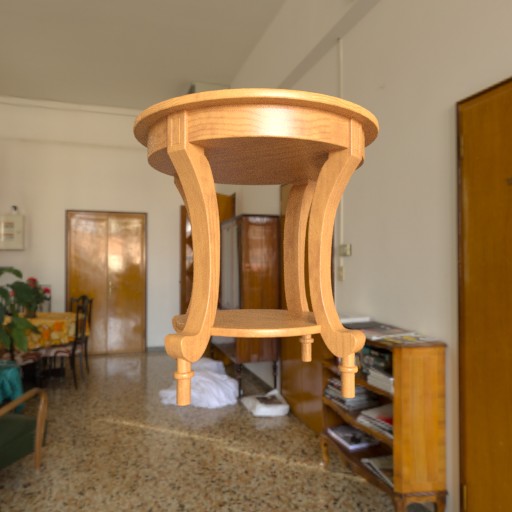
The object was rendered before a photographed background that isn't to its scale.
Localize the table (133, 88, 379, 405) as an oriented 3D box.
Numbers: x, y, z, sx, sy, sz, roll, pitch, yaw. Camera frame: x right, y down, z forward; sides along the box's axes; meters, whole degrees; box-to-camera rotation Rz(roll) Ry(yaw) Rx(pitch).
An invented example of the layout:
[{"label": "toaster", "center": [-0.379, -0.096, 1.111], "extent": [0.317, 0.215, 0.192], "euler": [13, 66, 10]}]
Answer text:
[{"label": "table", "center": [0.000, 0.000, 1.112], "extent": [0.597, 0.612, 0.597], "euler": [0, -1, 0]}]
